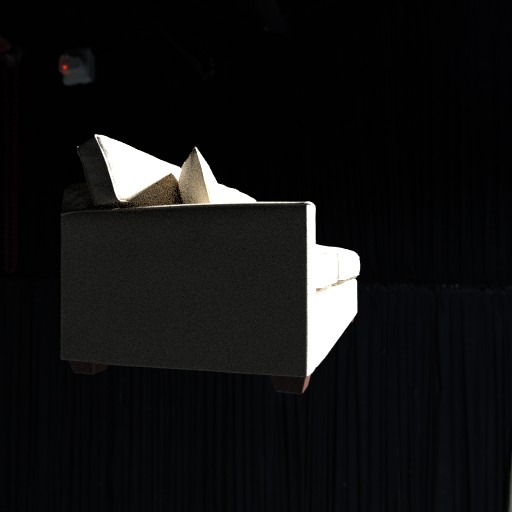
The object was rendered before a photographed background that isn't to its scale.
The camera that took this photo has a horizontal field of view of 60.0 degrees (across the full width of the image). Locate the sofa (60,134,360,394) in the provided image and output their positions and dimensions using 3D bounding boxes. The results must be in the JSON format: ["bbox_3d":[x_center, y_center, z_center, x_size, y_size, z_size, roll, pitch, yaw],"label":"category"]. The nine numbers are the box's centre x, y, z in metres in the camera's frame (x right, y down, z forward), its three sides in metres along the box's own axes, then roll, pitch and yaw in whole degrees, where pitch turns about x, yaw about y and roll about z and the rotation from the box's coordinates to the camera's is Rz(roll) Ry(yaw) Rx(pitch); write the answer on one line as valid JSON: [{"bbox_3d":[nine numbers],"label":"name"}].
[{"bbox_3d":[0.000,0.000,2.523,1.034,0.946,1.962,0,-1,17],"label":"sofa"}]
